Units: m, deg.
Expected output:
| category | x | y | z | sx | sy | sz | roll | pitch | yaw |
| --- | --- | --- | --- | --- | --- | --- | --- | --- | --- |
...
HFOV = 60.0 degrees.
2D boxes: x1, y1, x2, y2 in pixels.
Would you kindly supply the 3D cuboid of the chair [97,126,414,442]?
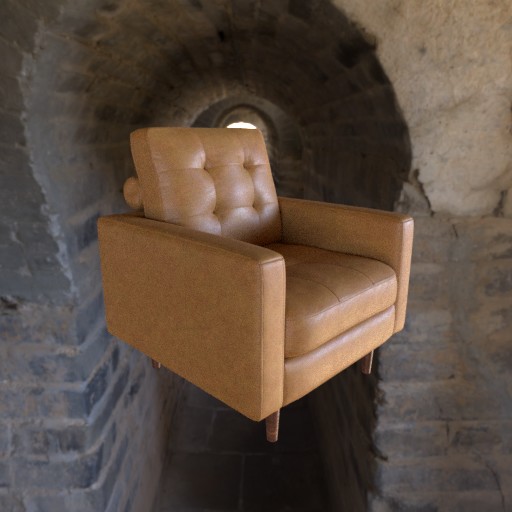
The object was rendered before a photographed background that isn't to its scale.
| category | x | y | z | sx | sy | sz | roll | pitch | yaw |
| --- | --- | --- | --- | --- | --- | --- | --- | --- | --- |
| chair | 0.000 | 0.000 | 1.596 | 0.868 | 0.896 | 0.831 | 15 | 21 | 42 |
